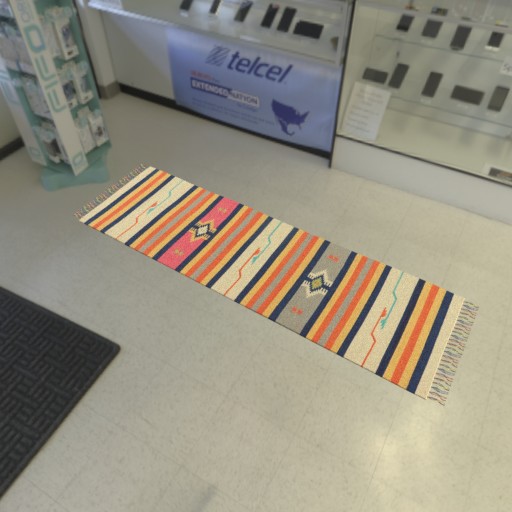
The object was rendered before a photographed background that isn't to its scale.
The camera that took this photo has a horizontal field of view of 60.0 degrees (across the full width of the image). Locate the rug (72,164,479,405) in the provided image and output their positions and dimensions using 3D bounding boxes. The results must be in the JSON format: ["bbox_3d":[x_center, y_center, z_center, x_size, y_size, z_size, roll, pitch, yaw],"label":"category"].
[{"bbox_3d":[0.000,0.000,2.663,2.455,0.017,0.695,25,52,21],"label":"rug"}]
